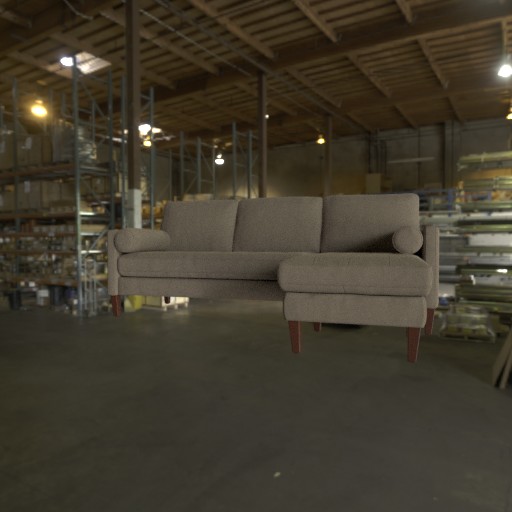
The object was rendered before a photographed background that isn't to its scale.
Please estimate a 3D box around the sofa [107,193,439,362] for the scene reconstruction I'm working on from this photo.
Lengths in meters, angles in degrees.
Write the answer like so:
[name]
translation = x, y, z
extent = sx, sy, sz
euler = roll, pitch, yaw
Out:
[sofa]
translation = 0.000, 0.000, 2.846
extent = 2.178, 0.875, 1.506
euler = 0, 1, 18
